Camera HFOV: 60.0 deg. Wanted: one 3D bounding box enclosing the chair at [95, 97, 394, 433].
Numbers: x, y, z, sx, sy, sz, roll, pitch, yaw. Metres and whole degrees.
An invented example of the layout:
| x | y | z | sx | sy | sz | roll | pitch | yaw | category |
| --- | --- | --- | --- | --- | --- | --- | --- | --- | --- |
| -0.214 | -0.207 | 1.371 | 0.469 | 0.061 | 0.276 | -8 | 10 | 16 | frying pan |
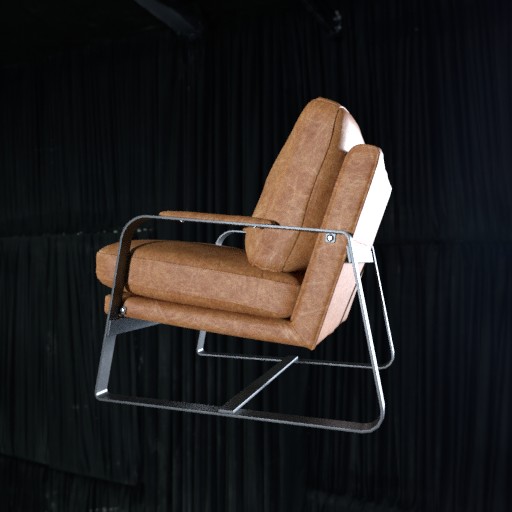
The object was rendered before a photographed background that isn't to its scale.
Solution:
| x | y | z | sx | sy | sz | roll | pitch | yaw | category |
| --- | --- | --- | --- | --- | --- | --- | --- | --- | --- |
| 0.000 | 0.000 | 1.386 | 0.801 | 0.777 | 0.651 | 0 | -1 | 19 | chair |
